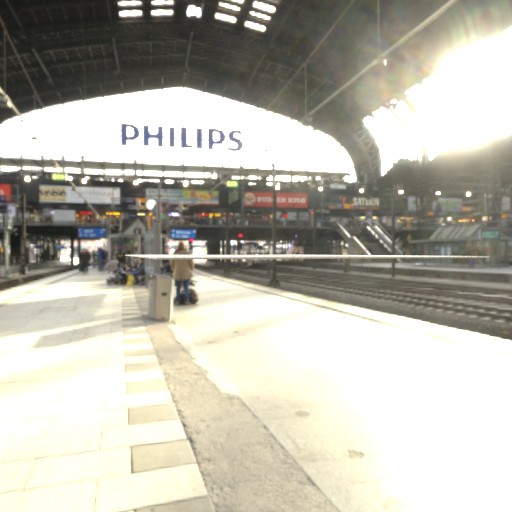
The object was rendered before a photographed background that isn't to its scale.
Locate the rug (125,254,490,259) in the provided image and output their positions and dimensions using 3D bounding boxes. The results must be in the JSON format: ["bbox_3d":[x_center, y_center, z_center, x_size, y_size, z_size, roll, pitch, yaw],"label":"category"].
[{"bbox_3d":[0.000,0.000,2.310,1.226,0.007,1.815,0,0,-19],"label":"rug"}]
